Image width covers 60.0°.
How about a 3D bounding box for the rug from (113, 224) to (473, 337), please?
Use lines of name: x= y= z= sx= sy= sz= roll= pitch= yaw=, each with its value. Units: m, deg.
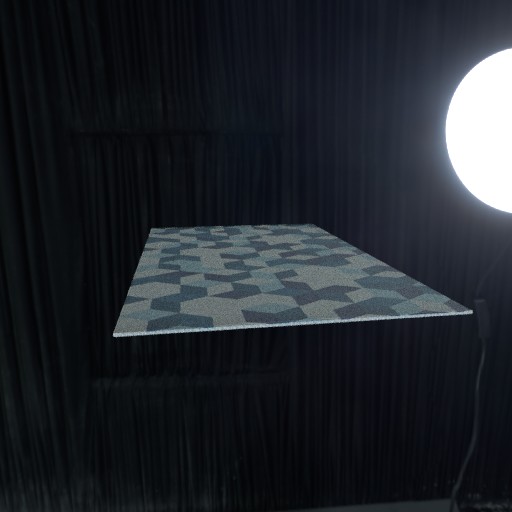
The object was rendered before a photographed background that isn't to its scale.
rug: x=0.000 y=0.000 z=2.985 sx=1.518 sy=0.015 sz=2.438 roll=-2 pitch=13 yaw=-9
